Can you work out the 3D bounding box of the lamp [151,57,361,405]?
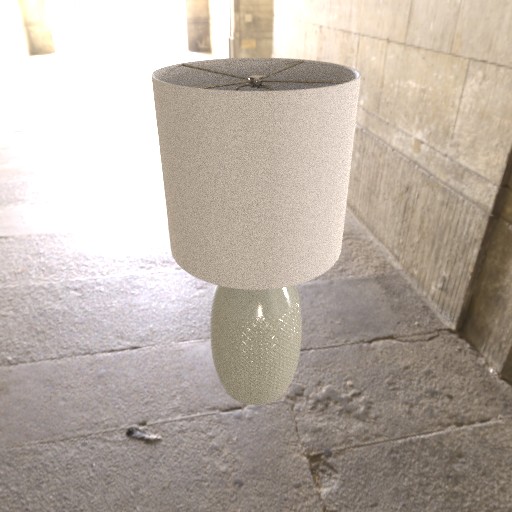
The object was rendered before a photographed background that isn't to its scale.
[{"bbox_3d":[0.000,0.000,0.582,0.217,0.453,0.217,19,36,28],"label":"lamp"}]
